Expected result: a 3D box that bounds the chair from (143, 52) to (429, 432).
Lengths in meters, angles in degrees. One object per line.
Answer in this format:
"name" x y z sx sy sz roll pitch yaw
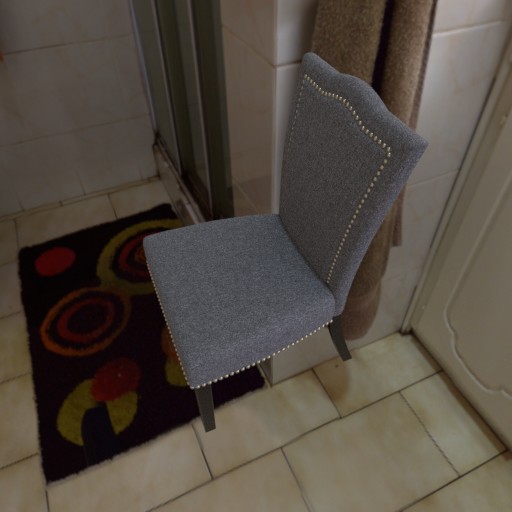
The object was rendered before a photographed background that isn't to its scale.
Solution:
"chair" 0.000 0.000 1.287 0.589 0.946 0.518 -17 48 -16
